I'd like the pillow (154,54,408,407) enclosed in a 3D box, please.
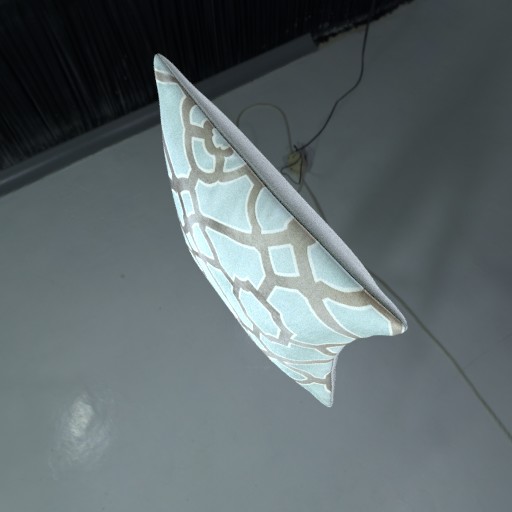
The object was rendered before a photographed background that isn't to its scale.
[{"bbox_3d":[0.000,0.000,0.811,0.166,0.508,0.552,-33,67,-16],"label":"pillow"}]
